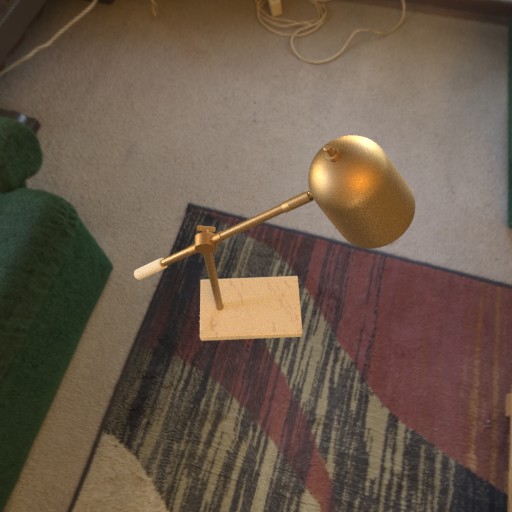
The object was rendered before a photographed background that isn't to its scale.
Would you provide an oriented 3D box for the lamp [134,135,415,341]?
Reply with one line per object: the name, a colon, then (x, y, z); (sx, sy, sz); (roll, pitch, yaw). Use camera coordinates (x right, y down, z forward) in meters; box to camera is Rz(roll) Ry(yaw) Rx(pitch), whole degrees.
lamp: (0.000, 0.000, 0.809); (0.471, 0.603, 0.144); (-2, 64, -1)
